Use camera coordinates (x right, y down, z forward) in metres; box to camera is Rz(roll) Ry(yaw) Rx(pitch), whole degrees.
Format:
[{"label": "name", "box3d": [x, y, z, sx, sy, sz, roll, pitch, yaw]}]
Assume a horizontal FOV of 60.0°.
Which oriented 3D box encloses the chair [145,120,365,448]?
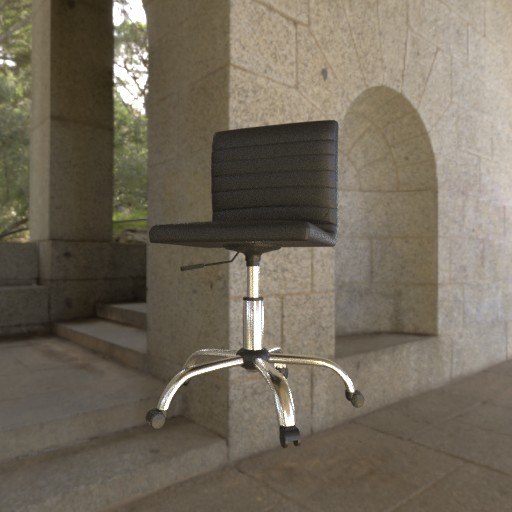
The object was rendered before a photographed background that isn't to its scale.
[{"label": "chair", "box3d": [0.000, 0.000, 1.185, 0.556, 0.780, 0.530, 0, 0, 20]}]
